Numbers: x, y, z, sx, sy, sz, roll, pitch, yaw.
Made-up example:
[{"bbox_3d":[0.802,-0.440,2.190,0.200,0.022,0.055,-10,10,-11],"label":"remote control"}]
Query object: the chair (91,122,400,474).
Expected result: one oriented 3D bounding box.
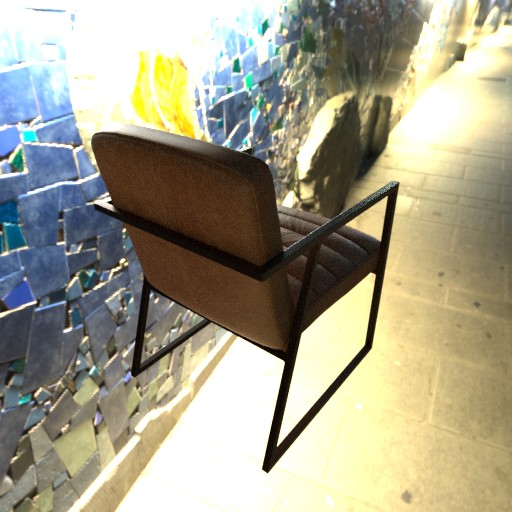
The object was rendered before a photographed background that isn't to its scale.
[{"bbox_3d":[0.000,0.000,1.311,0.571,0.832,0.677,22,37,33],"label":"chair"}]
